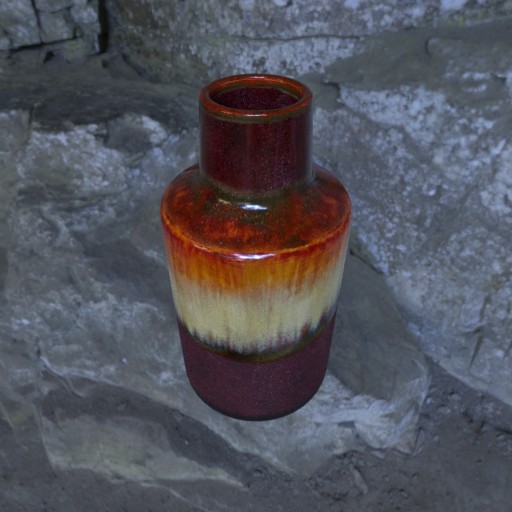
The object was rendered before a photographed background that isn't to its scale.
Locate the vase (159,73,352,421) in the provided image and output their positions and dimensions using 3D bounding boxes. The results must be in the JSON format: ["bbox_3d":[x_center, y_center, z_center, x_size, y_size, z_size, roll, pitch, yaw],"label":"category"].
[{"bbox_3d":[0.000,0.000,0.275,0.108,0.204,0.108,0,40,0],"label":"vase"}]
